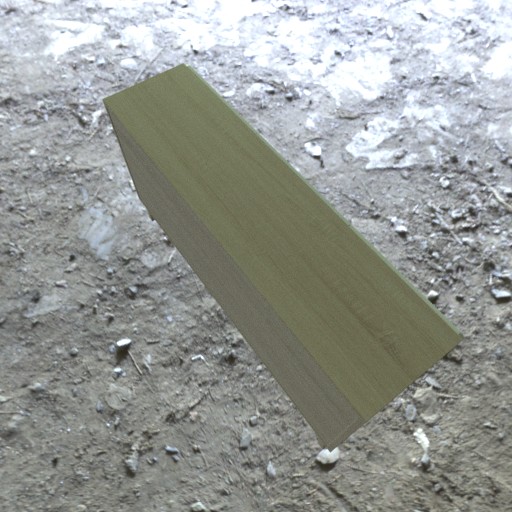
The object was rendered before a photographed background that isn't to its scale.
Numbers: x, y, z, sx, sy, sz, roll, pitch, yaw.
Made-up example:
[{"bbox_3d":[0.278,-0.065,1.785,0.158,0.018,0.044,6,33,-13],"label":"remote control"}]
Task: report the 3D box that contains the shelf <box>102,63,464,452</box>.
[{"bbox_3d":[0.000,0.000,1.827,0.400,0.780,1.490,-32,65,-17],"label":"shelf"}]
